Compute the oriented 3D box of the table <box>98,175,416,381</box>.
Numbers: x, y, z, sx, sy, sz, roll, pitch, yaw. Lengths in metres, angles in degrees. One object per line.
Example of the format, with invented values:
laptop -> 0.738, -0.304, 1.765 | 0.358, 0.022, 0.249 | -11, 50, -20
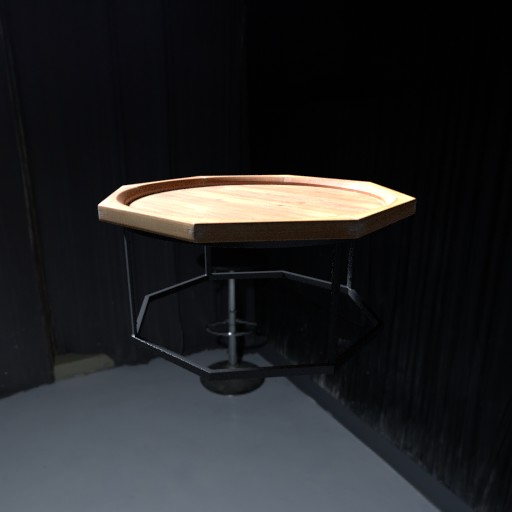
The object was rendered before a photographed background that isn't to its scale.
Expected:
table -> 0.000, 0.000, 1.525 | 1.002, 0.444, 1.002 | 0, 17, 0
